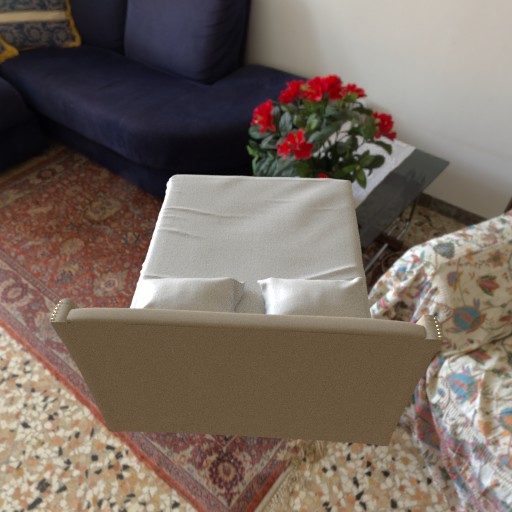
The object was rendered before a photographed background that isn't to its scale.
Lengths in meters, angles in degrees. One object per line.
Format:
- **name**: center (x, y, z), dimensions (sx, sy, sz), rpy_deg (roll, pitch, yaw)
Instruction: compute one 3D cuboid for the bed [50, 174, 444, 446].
- **bed**: center (0.000, 0.000, 3.356), dimensions (1.925, 1.332, 2.276), rpy_deg (2, 46, 2)
